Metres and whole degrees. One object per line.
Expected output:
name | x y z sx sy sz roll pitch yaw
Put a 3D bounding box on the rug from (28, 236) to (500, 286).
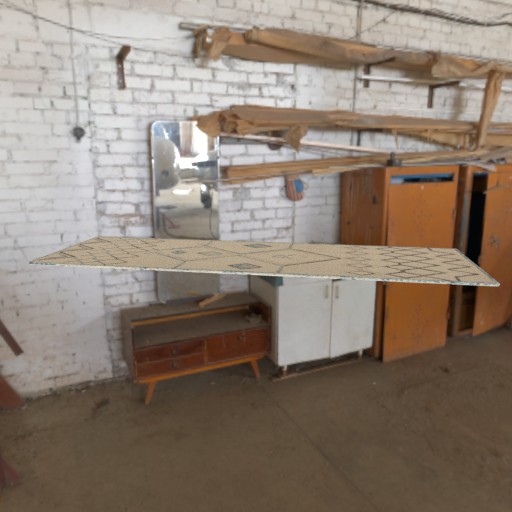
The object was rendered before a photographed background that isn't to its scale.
rug | 0.000 0.000 2.626 2.434 0.013 0.770 2 14 9
